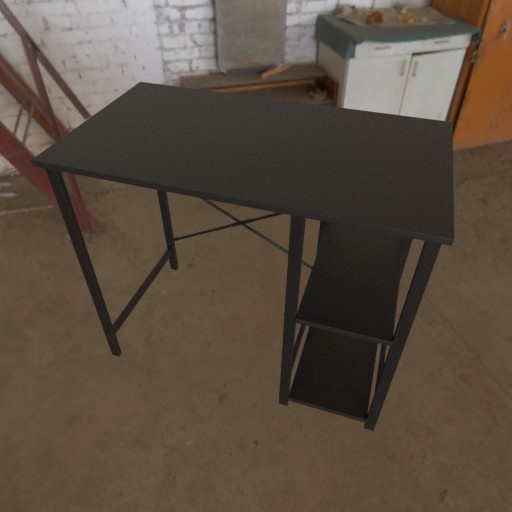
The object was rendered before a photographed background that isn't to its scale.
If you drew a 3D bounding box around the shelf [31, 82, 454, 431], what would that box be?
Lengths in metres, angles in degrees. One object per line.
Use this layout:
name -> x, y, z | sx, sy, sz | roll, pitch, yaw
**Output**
shelf -> 0.000, 0.000, 1.315 | 0.902, 0.749, 0.498 | 12, 43, 13
